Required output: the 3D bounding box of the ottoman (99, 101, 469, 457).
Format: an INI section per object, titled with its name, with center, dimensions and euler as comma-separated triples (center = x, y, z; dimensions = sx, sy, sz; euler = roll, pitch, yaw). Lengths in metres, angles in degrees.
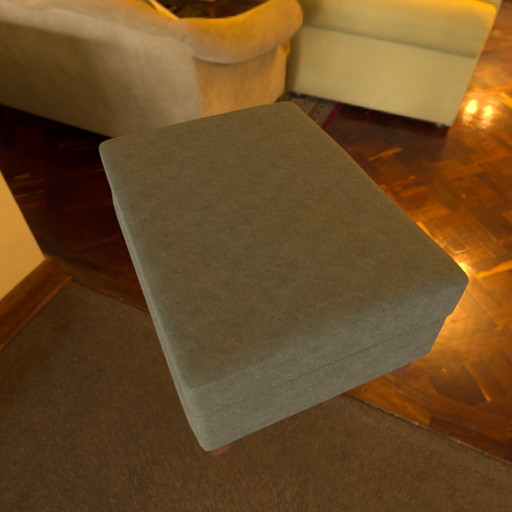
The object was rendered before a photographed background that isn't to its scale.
[ottoman]
center = 0.000, 0.000, 1.236
dimensions = 0.639, 0.464, 0.839
euler = -18, 49, -16
